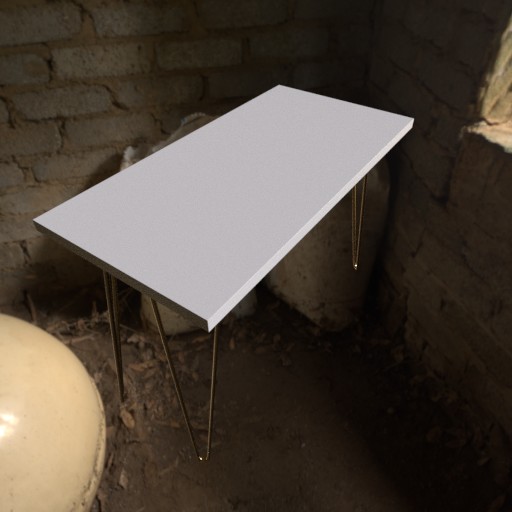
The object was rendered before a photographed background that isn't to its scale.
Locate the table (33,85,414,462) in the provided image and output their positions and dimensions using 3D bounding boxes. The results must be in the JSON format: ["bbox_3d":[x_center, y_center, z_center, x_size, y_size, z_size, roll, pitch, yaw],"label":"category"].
[{"bbox_3d":[0.000,0.000,1.379,0.498,0.660,0.991,25,47,26],"label":"table"}]
